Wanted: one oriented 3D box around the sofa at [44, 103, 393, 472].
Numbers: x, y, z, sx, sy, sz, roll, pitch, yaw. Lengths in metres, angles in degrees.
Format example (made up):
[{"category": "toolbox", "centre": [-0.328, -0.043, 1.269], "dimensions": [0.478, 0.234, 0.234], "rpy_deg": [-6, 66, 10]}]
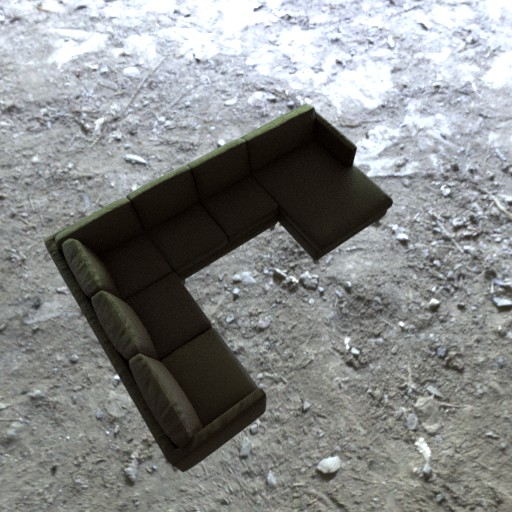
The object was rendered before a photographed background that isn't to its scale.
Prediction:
[{"category": "sofa", "centre": [0.000, 0.000, 4.642], "dimensions": [3.460, 0.923, 2.593], "rpy_deg": [-32, 64, -18]}]
